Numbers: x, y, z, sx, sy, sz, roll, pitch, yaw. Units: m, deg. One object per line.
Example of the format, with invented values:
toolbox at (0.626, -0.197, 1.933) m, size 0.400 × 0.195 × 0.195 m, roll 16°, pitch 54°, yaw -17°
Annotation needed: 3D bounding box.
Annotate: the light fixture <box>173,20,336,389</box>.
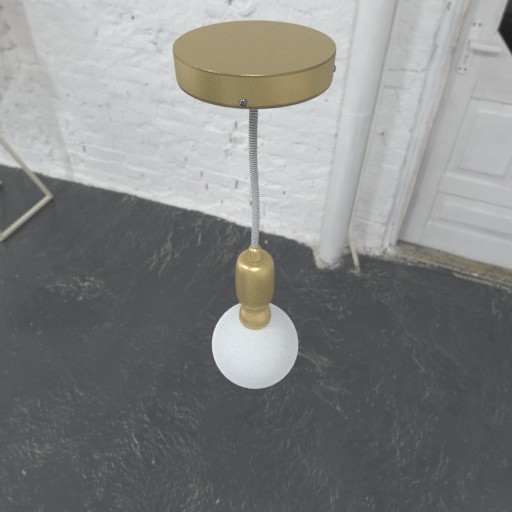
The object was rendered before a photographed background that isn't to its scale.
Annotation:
light fixture at (0.000, 0.000, 0.564) m, size 0.146 × 0.510 × 0.147 m, roll 0°, pitch 43°, yaw 0°
